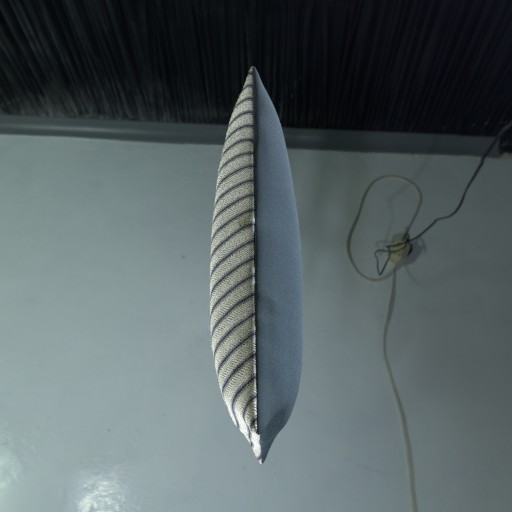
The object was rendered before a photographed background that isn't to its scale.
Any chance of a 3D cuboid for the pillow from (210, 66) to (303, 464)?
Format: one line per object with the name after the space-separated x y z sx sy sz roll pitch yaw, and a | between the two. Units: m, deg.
0.000 0.000 0.744 0.151 0.305 0.609 -1 60 0 | pillow
